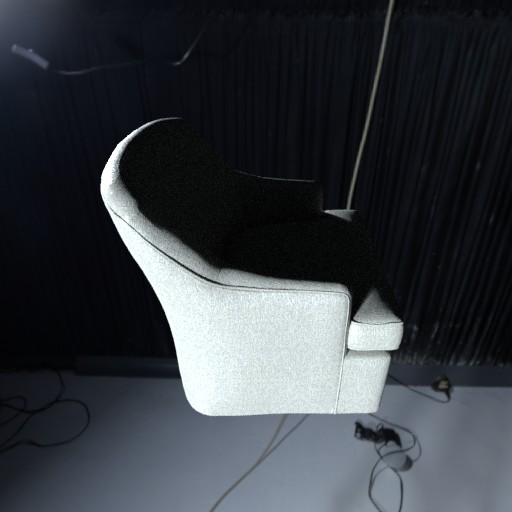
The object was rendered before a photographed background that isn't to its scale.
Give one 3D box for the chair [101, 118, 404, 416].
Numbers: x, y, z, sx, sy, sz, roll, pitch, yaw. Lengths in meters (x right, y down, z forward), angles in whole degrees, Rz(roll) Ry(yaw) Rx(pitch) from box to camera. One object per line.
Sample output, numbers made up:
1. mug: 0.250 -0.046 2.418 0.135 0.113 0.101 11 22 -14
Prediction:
1. chair: 0.000 0.000 1.642 0.923 0.856 0.864 0 32 1
